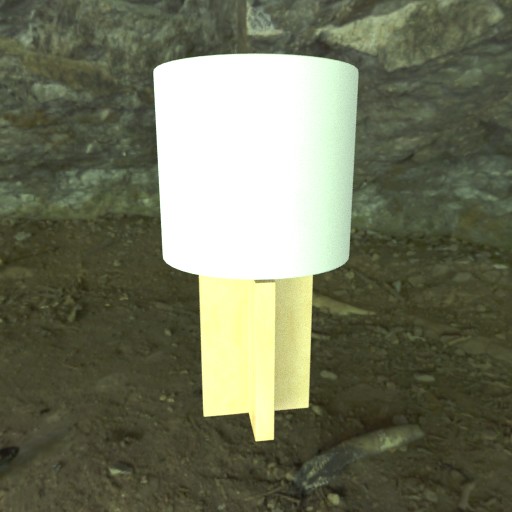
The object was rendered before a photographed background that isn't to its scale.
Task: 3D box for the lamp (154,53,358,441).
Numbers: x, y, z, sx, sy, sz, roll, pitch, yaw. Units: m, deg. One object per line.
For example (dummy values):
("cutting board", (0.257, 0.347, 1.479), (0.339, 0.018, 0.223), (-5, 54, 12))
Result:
("lamp", (0.000, 0.000, 0.556), (0.229, 0.428, 0.229), (-2, 14, -8))
